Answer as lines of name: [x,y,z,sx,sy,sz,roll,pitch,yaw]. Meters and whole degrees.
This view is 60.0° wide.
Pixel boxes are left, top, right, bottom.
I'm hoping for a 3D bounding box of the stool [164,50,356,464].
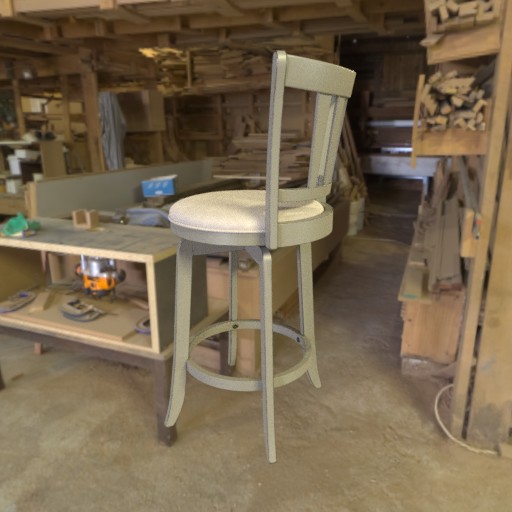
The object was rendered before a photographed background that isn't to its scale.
stool: [0.000,0.000,1.257,0.486,0.994,0.450,8,18,25]
